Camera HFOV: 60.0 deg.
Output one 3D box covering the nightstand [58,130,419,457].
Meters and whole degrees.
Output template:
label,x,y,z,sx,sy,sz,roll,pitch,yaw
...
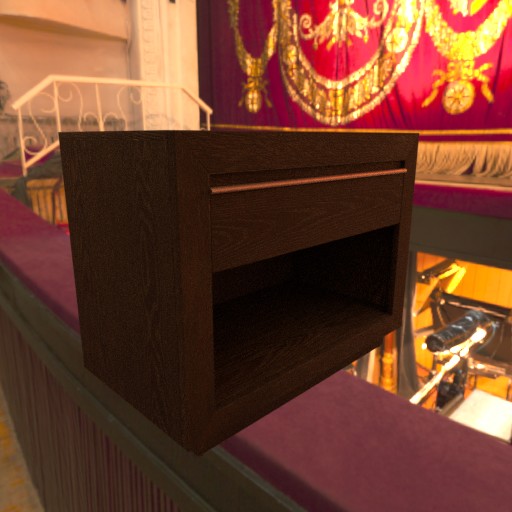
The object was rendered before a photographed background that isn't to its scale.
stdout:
label,x,y,z,sx,sy,sz,roll,pitch,yaw
nightstand,0.000,0.000,1.140,0.775,0.612,0.457,-14,21,-43
